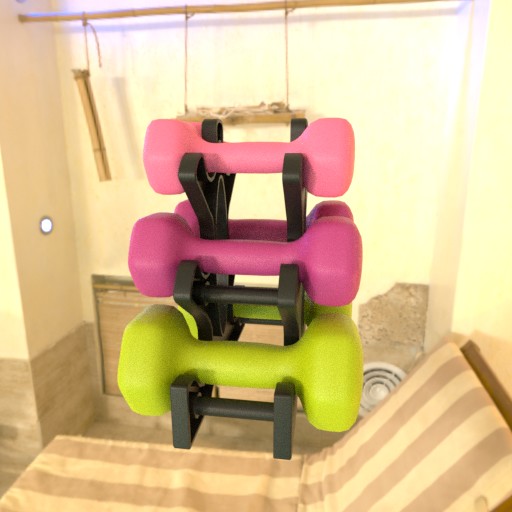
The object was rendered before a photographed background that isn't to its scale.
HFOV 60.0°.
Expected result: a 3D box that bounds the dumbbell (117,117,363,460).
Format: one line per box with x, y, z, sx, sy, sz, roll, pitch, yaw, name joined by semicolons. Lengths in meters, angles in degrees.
0.000;0.000;0.441;0.203;0.261;0.257;2;15;8;dumbbell
